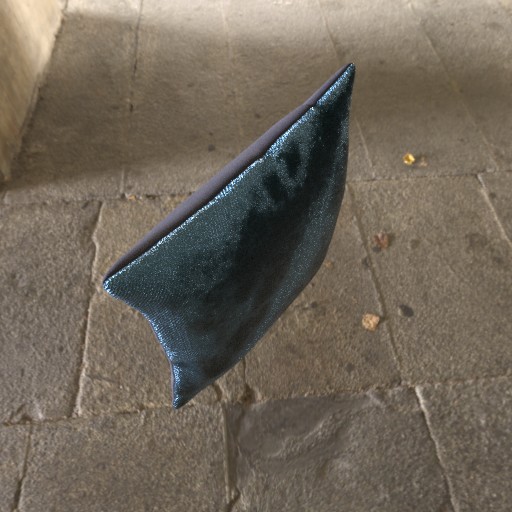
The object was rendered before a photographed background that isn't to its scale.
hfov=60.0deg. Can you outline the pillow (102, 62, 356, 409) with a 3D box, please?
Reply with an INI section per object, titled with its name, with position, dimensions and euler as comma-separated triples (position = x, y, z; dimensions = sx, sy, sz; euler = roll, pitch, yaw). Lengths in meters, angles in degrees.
[pillow]
position = 0.000, 0.000, 0.661
dimensions = 0.138, 0.430, 0.436
euler = 35, 63, 20
